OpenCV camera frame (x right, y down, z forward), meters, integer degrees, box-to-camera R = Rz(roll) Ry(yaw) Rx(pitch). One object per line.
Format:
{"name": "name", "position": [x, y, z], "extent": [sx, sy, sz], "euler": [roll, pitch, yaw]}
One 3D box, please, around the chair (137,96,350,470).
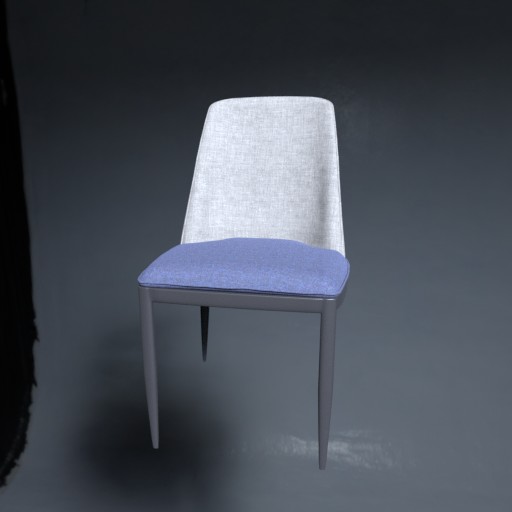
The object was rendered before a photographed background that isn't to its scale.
{"name": "chair", "position": [0.000, 0.000, 1.182], "extent": [0.488, 0.855, 0.550], "euler": [3, 14, 10]}
